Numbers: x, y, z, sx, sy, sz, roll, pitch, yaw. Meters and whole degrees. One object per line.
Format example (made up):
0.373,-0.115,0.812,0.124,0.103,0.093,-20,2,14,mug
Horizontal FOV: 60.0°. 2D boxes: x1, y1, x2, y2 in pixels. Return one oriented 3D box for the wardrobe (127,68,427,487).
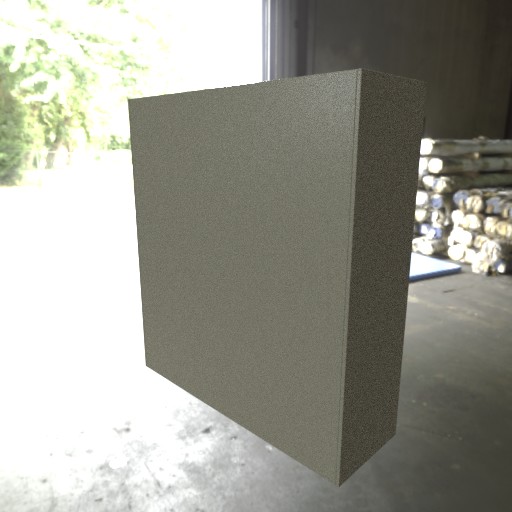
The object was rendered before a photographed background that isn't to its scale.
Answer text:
0.000,0.000,2.797,1.780,1.960,0.629,14,20,43,wardrobe
